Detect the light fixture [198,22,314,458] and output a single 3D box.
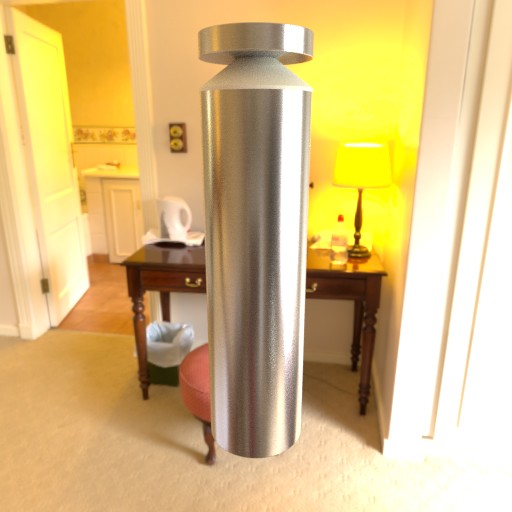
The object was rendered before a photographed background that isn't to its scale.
[{"bbox_3d":[0.000,0.000,0.441,0.102,0.400,0.102,-9,19,-28],"label":"light fixture"}]
